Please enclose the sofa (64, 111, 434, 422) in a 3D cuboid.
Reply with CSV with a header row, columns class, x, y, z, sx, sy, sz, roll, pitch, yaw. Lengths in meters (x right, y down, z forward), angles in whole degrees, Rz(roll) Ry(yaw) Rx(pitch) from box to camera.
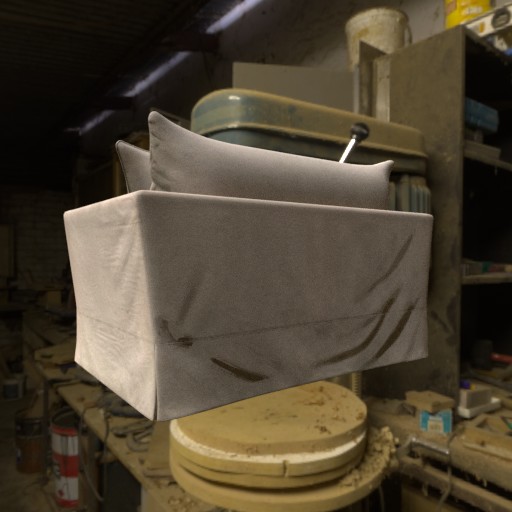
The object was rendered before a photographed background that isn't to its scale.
class,x,y,z,sx,sy,sz,roll,pitch,yaw
sofa,0.000,0.000,2.229,1.608,1.040,1.035,0,1,-36
